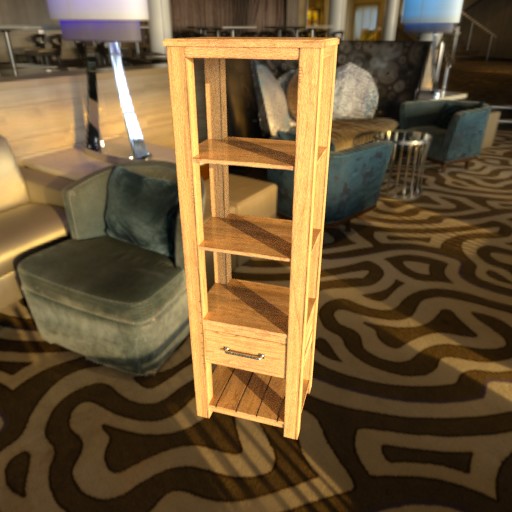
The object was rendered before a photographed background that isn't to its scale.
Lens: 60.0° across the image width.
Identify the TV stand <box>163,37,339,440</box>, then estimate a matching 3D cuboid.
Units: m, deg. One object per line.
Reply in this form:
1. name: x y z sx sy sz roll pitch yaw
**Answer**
1. TV stand: 0.000 0.000 2.072 0.565 1.828 0.435 8 28 15
